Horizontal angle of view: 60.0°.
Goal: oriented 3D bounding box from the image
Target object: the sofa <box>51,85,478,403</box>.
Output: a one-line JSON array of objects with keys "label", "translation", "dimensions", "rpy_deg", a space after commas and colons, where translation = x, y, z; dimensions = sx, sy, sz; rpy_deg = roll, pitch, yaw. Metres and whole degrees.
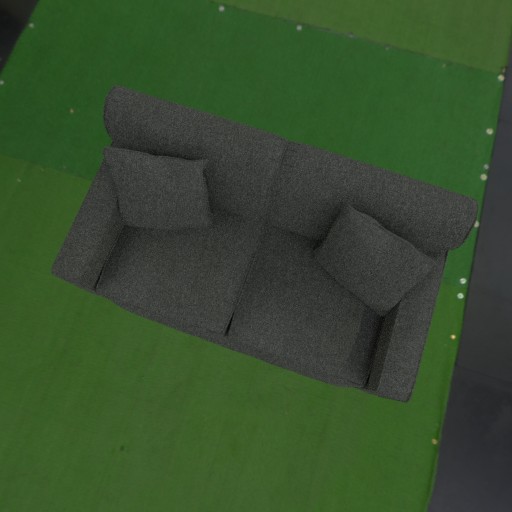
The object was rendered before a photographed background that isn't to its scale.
[{"label": "sofa", "translation": [0.000, 0.000, 2.371], "dimensions": [1.846, 0.958, 0.998], "rpy_deg": [19, 76, 5]}]
